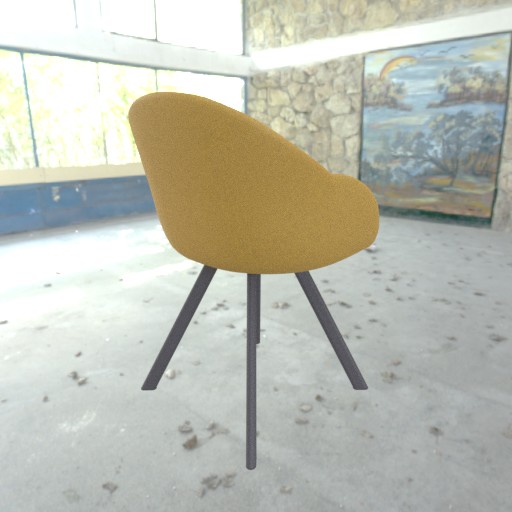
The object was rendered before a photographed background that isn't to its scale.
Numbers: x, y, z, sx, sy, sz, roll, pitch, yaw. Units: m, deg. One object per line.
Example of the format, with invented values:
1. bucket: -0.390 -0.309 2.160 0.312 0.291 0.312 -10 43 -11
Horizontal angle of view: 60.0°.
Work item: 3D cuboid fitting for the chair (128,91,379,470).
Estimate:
1. chair: 0.000 0.000 1.192 0.583 0.793 0.551 -14 20 -43
